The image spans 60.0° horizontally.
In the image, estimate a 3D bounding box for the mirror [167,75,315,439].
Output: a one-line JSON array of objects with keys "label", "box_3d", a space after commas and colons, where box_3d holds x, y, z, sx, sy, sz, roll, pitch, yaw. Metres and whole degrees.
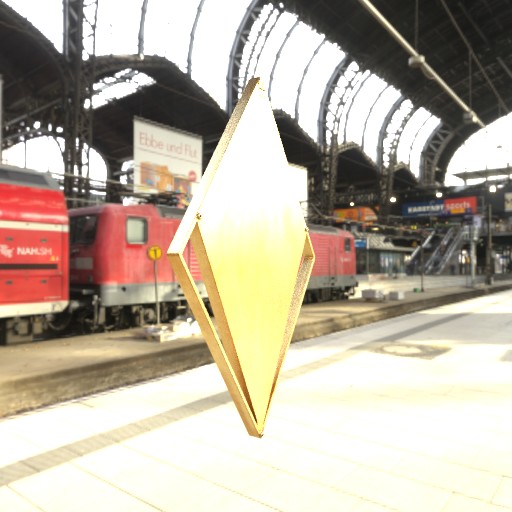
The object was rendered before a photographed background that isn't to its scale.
[{"label": "mirror", "box_3d": [0.000, 0.000, 0.835, 0.032, 0.679, 0.419, -1, -1, 36]}]
